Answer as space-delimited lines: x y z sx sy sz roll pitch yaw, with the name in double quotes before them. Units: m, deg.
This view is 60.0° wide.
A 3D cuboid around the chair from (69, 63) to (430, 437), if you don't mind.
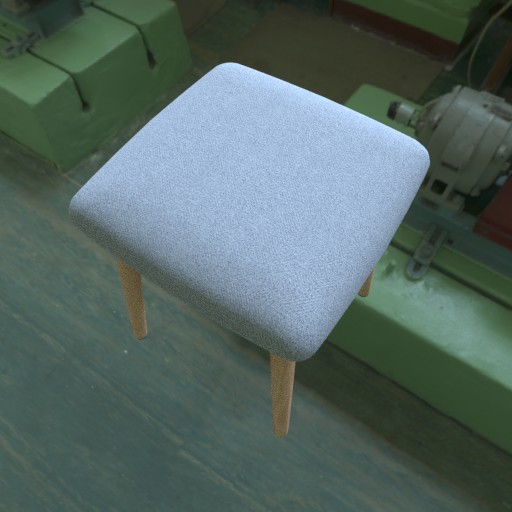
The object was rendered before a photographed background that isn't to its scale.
"chair" 0.000 0.000 0.699 0.350 0.440 0.350 30 64 16
